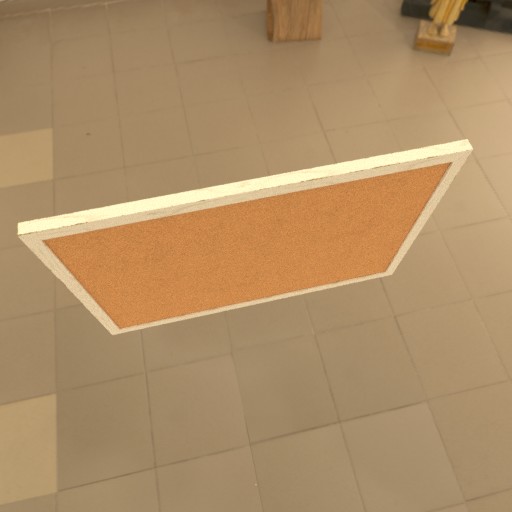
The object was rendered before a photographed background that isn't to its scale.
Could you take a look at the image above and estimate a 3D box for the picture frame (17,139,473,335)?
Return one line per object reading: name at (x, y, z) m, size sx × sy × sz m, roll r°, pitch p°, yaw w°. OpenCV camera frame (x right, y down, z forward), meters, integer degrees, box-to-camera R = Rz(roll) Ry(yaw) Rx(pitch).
picture frame at (0.000, 0.000, 1.193) m, size 0.950 × 0.640 × 0.029 m, roll -12°, pitch 63°, yaw -6°
